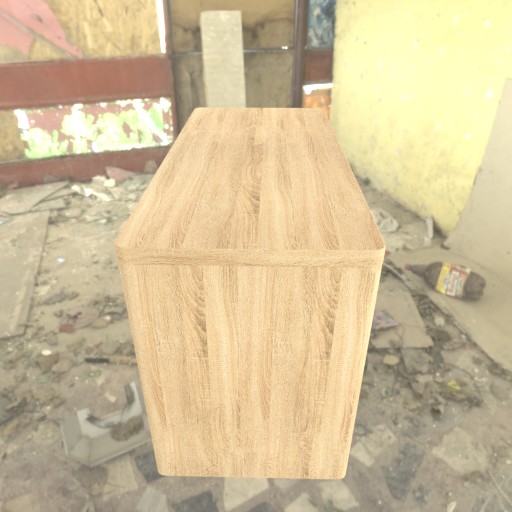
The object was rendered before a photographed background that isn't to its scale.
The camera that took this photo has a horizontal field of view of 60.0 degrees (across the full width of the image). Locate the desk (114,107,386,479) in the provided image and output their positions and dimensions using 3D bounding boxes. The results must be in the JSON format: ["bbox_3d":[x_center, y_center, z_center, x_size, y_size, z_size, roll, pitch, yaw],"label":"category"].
[{"bbox_3d":[0.000,0.000,1.585,0.550,0.760,1.200,1,31,1],"label":"desk"}]
